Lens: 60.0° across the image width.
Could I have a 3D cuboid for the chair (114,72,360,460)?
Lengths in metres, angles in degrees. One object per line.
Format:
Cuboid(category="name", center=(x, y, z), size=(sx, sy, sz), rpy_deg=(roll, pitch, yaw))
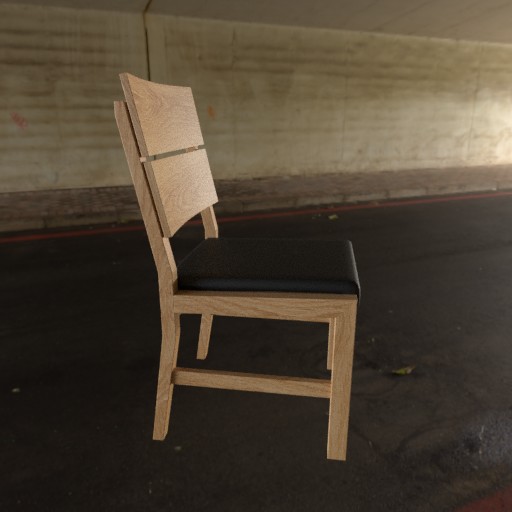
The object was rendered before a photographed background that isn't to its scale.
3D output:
Cuboid(category="chair", center=(0.000, 0.000, 1.283), size=(0.569, 0.950, 0.475), rpy_deg=(3, 17, 8))
